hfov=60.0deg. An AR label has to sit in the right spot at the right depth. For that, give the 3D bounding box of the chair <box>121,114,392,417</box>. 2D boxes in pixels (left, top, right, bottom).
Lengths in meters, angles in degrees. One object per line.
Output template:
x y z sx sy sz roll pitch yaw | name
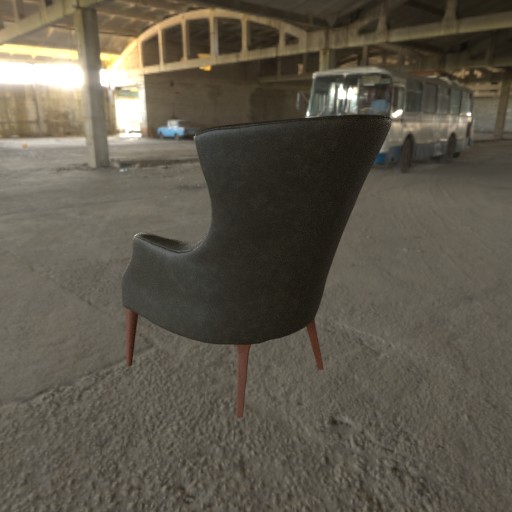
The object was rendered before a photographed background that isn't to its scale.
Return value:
0.000 0.000 1.760 0.819 1.068 0.954 -16 23 -41 | chair
